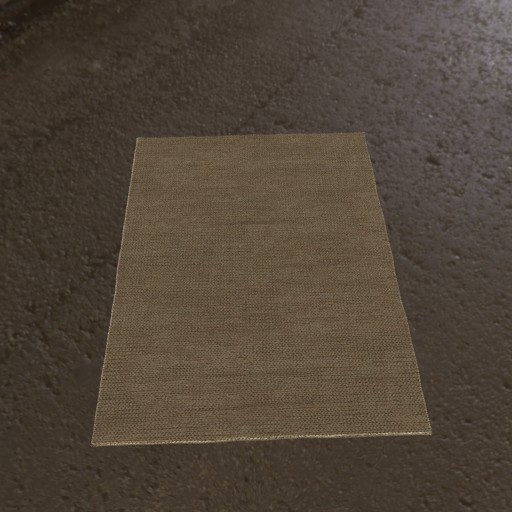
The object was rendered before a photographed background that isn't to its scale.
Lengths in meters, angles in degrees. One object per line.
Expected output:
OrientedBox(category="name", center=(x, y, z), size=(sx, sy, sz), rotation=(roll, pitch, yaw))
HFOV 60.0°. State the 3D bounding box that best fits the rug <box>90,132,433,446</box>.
OrientedBox(category="rug", center=(0.000, 0.000, 3.920), size=(2.429, 0.030, 3.052), rotation=(-2, 58, -1))
